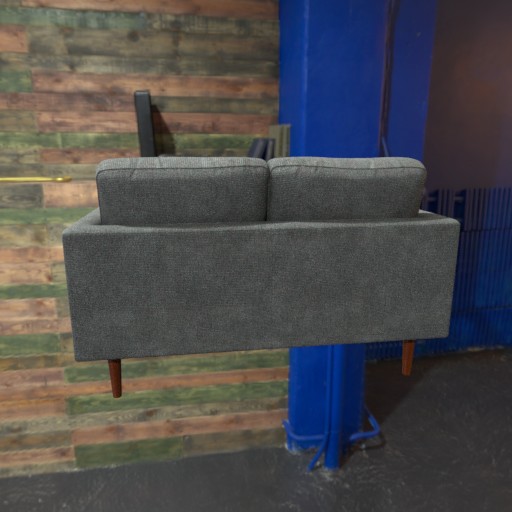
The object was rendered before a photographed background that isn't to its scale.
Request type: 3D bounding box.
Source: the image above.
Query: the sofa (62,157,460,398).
[{"bbox_3d":[0.000,0.000,2.158,1.582,0.956,0.903,-2,14,-8],"label":"sofa"}]
